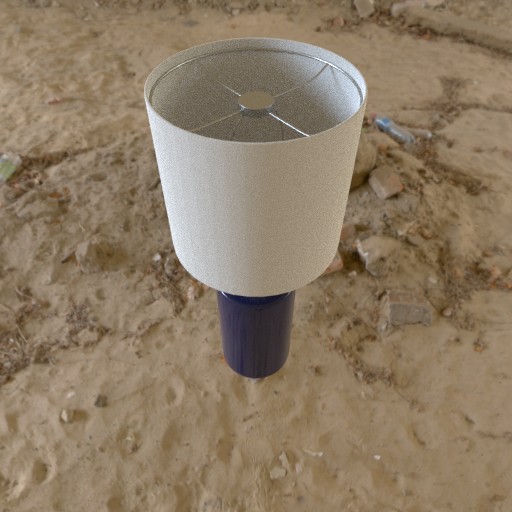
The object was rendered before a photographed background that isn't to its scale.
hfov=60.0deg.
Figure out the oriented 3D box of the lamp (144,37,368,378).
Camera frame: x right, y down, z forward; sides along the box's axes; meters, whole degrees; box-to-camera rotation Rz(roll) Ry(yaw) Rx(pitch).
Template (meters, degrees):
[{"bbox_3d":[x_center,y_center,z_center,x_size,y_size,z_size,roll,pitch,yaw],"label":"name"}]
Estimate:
[{"bbox_3d":[0.000,0.000,0.606,0.212,0.493,0.212,-32,55,-26],"label":"lamp"}]
